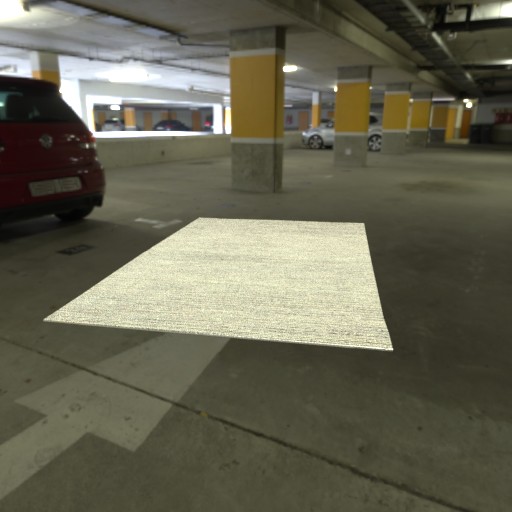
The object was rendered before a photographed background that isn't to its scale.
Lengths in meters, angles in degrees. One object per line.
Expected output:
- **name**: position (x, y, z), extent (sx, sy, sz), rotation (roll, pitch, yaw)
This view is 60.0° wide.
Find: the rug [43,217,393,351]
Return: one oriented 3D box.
- **rug**: position (0.000, 0.000, 2.253), extent (1.159, 0.021, 1.789), rotation (3, 17, 10)
